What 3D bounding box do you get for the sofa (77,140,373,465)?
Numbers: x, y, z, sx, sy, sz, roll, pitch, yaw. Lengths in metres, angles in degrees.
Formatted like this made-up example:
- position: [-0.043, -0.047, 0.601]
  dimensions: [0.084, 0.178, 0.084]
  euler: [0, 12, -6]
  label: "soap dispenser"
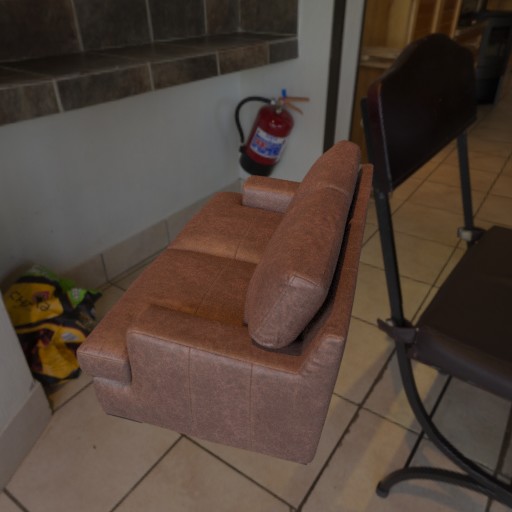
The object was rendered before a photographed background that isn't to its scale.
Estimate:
- position: [0.000, 0.000, 2.504]
  dimensions: [1.143, 0.939, 1.880]
  euler: [8, 32, 13]
  label: "sofa"
